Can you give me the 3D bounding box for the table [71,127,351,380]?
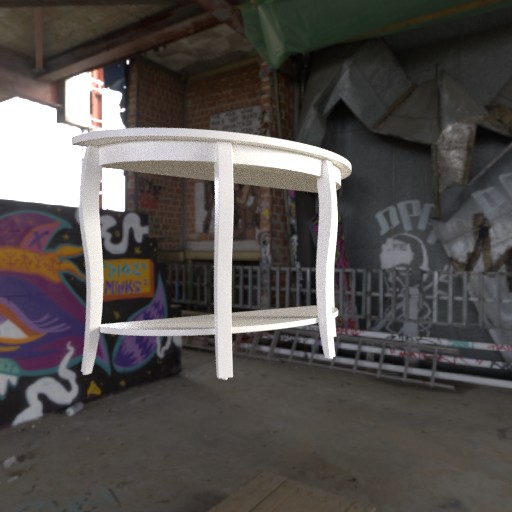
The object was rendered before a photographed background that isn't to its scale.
[{"bbox_3d":[0.000,0.000,1.660,1.219,0.780,0.394,0,0,-36],"label":"table"}]
